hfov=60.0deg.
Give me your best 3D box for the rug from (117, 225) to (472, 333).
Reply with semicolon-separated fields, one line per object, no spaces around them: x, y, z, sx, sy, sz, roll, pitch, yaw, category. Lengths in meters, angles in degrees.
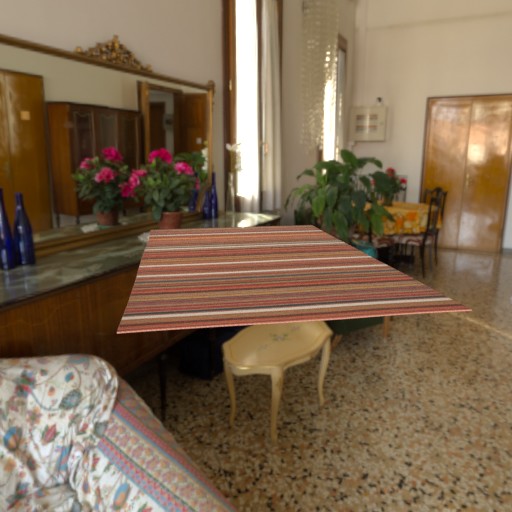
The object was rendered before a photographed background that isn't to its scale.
0.000;0.000;3.008;1.523;0.008;2.438;-2;13;-10;rug
